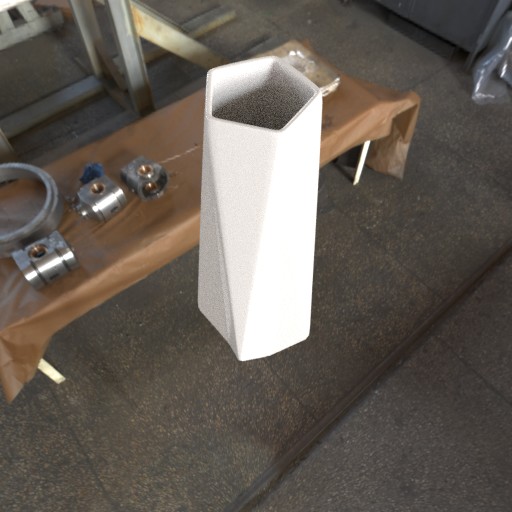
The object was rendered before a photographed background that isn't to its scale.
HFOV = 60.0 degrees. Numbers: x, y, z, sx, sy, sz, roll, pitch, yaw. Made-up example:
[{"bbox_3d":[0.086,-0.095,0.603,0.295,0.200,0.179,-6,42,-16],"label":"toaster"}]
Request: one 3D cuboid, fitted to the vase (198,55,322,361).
[{"bbox_3d":[0.000,0.000,0.384,0.122,0.329,0.116,14,59,9],"label":"vase"}]
